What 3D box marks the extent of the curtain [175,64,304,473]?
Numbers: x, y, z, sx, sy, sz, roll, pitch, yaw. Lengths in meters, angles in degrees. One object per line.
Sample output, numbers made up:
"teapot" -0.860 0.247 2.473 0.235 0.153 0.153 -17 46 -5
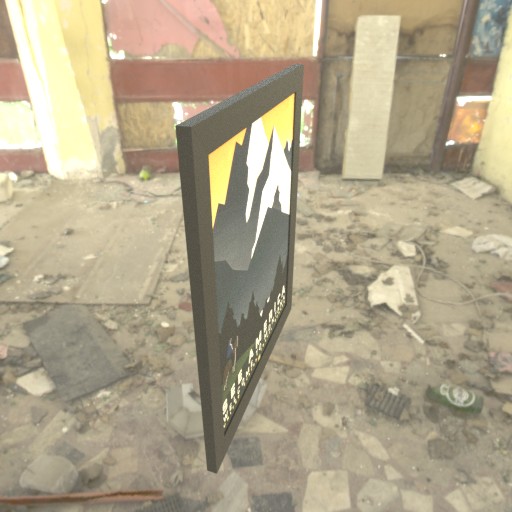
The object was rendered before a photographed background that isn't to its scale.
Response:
"curtain" 0.000 0.000 0.804 0.027 0.585 0.483 10 32 16
